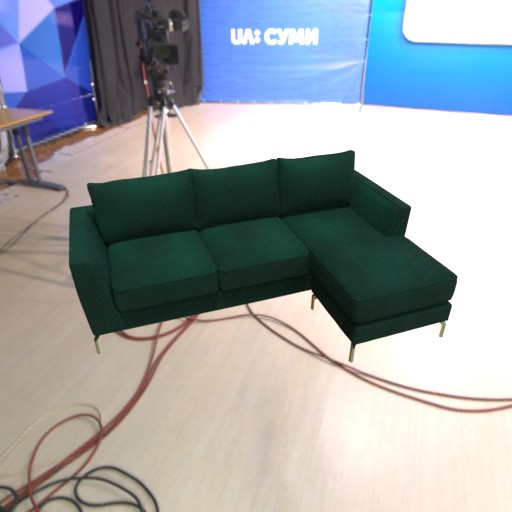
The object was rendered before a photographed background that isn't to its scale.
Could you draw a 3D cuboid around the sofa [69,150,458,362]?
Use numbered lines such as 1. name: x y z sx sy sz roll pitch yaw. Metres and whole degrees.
1. sofa: 0.000 0.000 3.190 2.441 1.007 1.489 -10 33 -17
